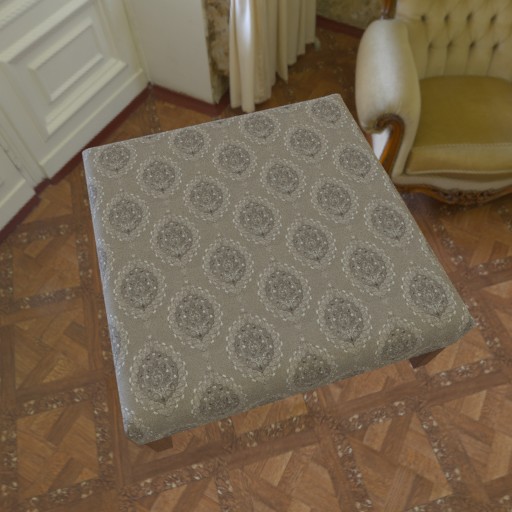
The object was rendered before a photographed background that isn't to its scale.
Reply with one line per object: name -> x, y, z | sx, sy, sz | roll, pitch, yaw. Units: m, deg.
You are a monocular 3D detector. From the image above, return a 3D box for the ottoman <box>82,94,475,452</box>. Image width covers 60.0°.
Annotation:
ottoman -> 0.000, 0.000, 1.388 | 0.889, 0.411, 0.890 | -15, 61, -9
